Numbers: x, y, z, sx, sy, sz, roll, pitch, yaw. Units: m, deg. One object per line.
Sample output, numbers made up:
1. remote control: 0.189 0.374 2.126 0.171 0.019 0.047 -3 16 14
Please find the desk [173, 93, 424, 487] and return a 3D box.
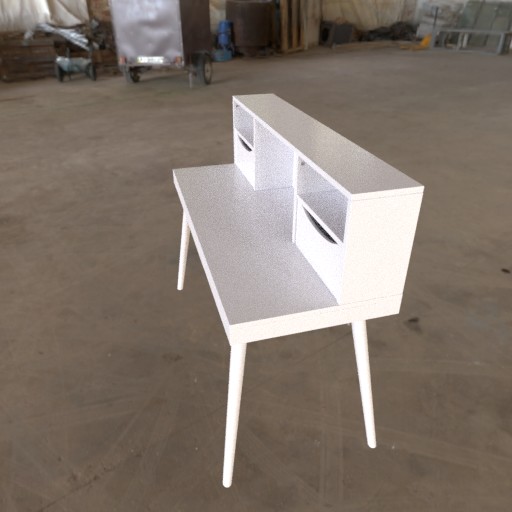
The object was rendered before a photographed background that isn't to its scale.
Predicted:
1. desk: 0.000 0.000 1.755 0.559 0.990 1.199 -8 32 -14
